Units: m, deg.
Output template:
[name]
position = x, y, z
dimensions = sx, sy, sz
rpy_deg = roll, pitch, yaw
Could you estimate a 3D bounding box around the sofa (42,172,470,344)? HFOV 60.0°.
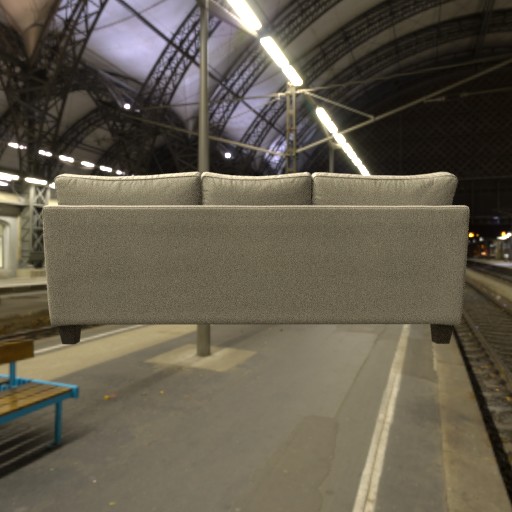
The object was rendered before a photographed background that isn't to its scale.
[sofa]
position = 0.000, 0.000, 2.867
dimensions = 2.323, 0.991, 1.016
rpy_deg = 0, 1, 0
